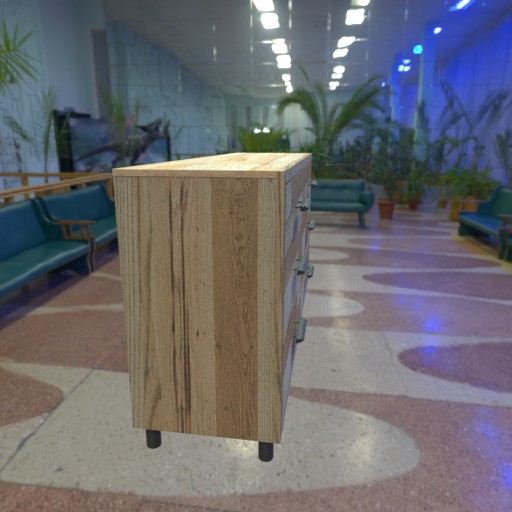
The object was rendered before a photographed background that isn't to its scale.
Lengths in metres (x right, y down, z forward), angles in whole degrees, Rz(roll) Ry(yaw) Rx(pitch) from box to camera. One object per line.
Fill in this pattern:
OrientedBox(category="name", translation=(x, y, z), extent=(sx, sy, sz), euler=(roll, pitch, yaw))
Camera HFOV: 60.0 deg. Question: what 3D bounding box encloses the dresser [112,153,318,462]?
OrientedBox(category="dresser", translation=(0.000, 0.000, 1.932), extent=(0.487, 0.834, 1.547), euler=(2, 15, 9))
